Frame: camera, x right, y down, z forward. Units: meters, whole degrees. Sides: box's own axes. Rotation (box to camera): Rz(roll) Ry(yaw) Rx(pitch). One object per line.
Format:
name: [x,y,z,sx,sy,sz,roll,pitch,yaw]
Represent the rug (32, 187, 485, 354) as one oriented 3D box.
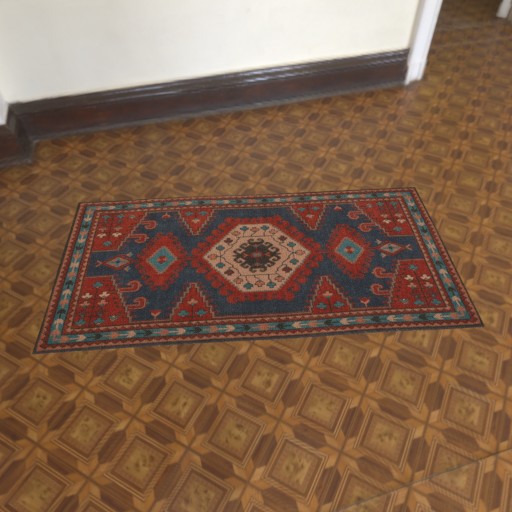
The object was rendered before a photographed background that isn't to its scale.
rug: [0.000,0.000,3.466,3.032,0.034,1.522,-3,47,-3]
